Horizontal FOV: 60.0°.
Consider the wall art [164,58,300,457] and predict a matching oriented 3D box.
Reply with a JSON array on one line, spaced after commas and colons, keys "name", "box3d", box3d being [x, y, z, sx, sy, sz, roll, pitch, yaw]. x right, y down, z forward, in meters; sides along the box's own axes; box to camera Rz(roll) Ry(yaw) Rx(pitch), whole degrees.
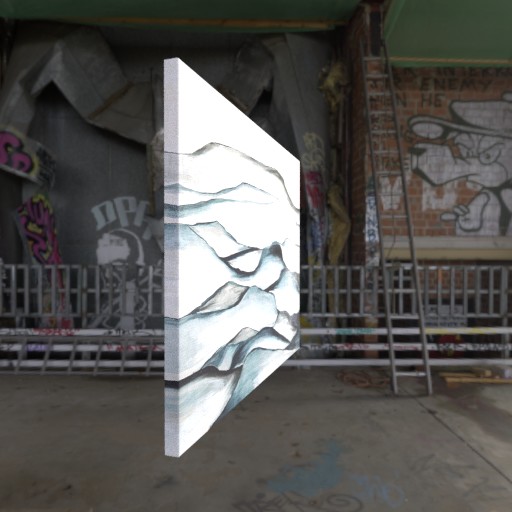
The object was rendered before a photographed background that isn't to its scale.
[{"name": "wall art", "box3d": [0.000, 0.000, 1.594, 0.039, 0.915, 1.219, 0, 1, 19]}]
